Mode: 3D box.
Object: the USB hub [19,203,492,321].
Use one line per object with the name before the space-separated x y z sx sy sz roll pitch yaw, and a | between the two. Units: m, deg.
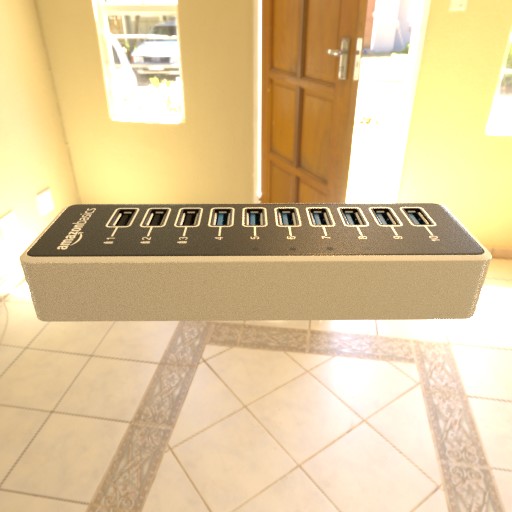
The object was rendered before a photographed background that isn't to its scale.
USB hub | 0.000 0.000 0.157 0.145 0.023 0.044 0 30 0
